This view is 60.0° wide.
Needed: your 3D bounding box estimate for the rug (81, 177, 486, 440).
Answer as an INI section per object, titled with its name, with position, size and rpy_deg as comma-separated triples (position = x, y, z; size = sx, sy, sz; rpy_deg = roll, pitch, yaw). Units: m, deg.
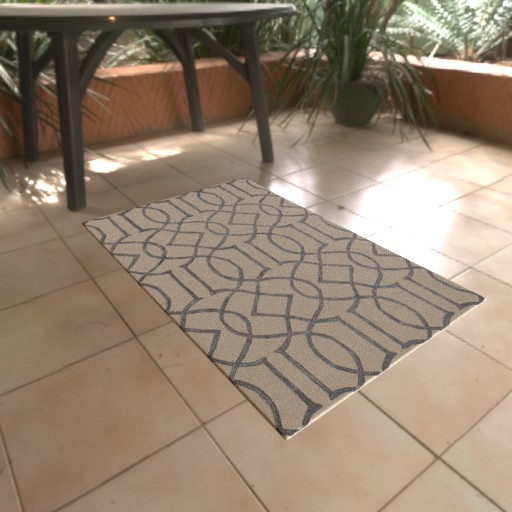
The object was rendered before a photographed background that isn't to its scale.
[rug]
position = 0.000, 0.000, 2.945
size = 1.521, 0.017, 2.365
rpy_deg = -22, 38, -31
